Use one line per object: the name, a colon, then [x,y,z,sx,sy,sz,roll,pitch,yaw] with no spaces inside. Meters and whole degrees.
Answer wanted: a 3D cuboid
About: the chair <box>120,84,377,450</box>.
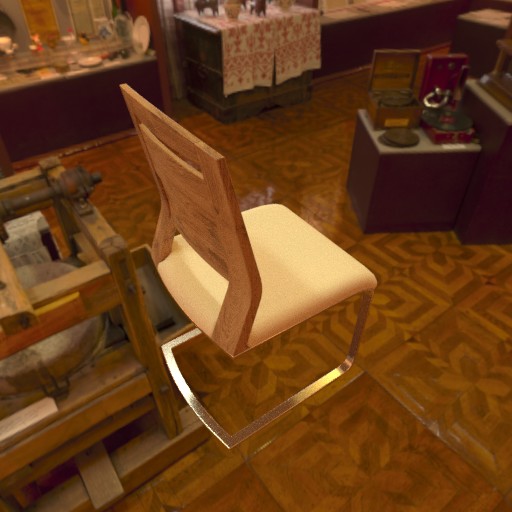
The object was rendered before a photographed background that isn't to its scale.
chair: [0.000,0.000,1.243,0.561,0.955,0.457,-24,46,-26]
